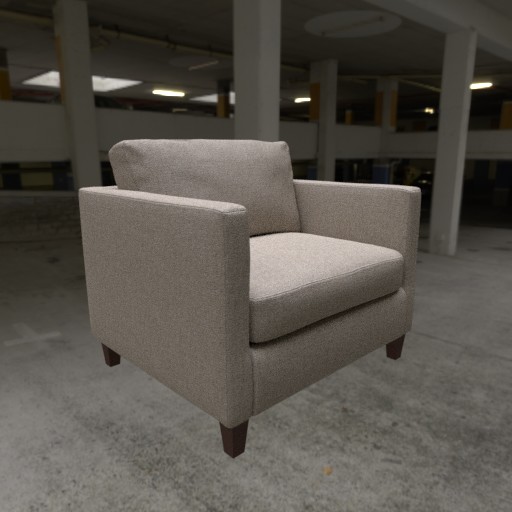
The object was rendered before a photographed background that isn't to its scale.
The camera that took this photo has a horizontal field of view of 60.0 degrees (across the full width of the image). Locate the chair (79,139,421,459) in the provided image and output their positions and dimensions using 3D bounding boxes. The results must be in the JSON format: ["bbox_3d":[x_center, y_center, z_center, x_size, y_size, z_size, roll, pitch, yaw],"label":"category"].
[{"bbox_3d":[0.000,0.000,1.860,1.107,0.961,0.959,-12,18,-42],"label":"chair"}]
